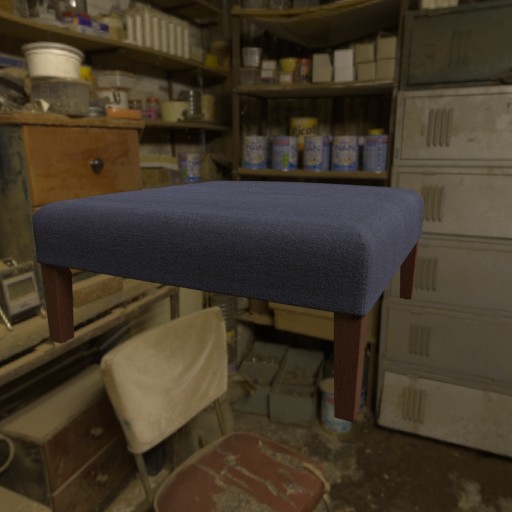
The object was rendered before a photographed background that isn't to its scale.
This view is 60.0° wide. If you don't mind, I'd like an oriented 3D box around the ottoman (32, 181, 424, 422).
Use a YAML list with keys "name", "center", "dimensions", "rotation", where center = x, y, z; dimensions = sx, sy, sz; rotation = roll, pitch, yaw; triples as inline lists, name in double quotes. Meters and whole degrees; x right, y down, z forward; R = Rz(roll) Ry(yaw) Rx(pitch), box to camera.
- name: "ottoman"
  center: [0.000, 0.000, 1.394]
  dimensions: [0.890, 0.411, 0.889]
  rotation: [7, 15, 26]
